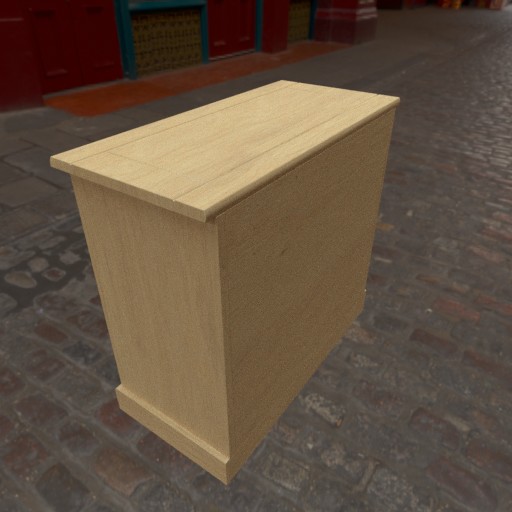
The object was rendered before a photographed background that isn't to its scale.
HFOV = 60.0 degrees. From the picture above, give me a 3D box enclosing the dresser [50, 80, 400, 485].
[{"bbox_3d":[0.000,0.000,1.379,0.440,0.835,0.915,21,39,29],"label":"dresser"}]
